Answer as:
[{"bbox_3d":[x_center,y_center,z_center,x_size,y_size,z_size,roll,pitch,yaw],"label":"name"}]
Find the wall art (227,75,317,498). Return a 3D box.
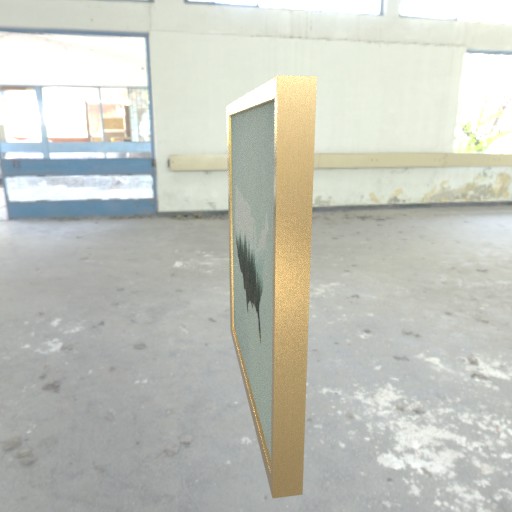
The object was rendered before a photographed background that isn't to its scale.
[{"bbox_3d":[0.000,0.000,0.749,0.040,0.509,0.509,-2,16,-9],"label":"wall art"}]
